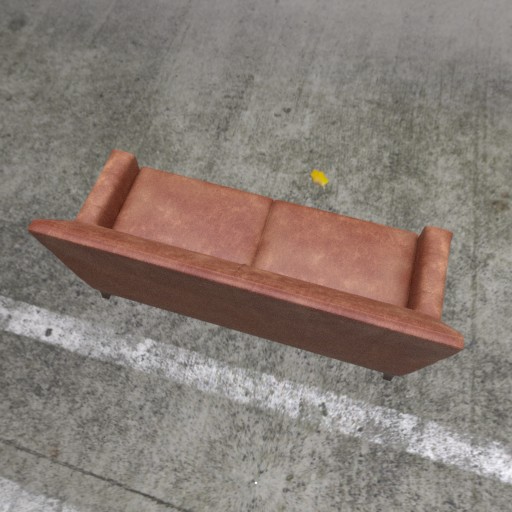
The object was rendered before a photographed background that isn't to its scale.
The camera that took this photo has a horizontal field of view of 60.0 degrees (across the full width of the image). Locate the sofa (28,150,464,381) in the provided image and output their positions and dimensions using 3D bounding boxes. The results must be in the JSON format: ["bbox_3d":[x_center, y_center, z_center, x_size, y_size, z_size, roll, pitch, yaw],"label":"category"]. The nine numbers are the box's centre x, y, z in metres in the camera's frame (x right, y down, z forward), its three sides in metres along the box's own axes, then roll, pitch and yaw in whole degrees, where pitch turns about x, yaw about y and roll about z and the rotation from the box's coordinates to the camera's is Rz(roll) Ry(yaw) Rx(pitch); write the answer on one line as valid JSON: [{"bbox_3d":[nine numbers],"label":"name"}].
[{"bbox_3d":[0.000,0.000,2.547,2.053,0.947,0.805,15,64,7],"label":"sofa"}]
